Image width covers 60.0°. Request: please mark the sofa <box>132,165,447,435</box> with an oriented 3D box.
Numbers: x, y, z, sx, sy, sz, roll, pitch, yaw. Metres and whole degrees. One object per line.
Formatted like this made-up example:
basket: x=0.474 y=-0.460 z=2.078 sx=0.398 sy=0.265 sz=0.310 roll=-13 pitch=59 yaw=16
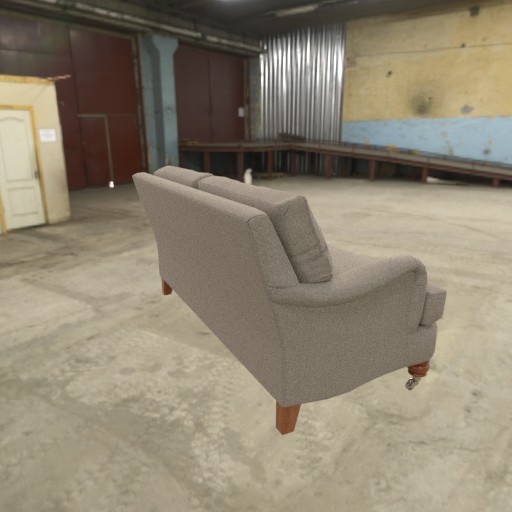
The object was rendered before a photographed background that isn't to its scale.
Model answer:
sofa: x=0.000 y=0.000 z=2.828 sx=1.087 sy=1.054 sz=2.160 roll=-7 pitch=17 yaw=-25
